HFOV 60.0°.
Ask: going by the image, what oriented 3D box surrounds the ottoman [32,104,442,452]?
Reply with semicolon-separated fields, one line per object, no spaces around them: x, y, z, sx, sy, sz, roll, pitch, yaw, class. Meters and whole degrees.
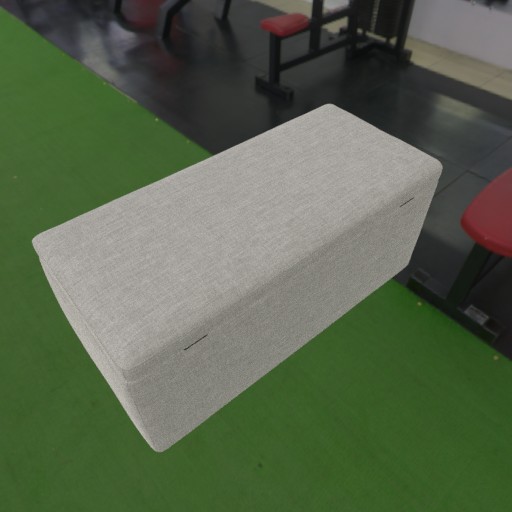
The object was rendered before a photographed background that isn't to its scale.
0.000;0.000;1.132;0.902;0.432;0.419;-31;54;-26;ottoman
